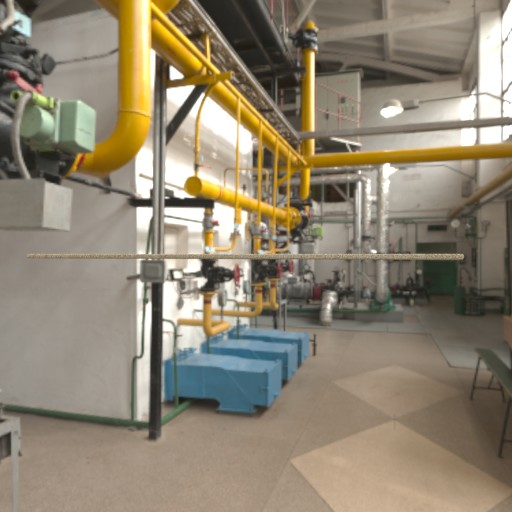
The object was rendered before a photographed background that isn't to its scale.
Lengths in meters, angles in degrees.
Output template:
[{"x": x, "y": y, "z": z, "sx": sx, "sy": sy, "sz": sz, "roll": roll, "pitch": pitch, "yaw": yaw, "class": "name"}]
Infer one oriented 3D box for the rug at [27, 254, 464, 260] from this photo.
[{"x": 0.000, "y": 0.000, "z": 2.951, "sx": 2.346, "sy": 0.025, "sz": 1.500, "roll": 0, "pitch": 0, "yaw": 18, "class": "rug"}]
